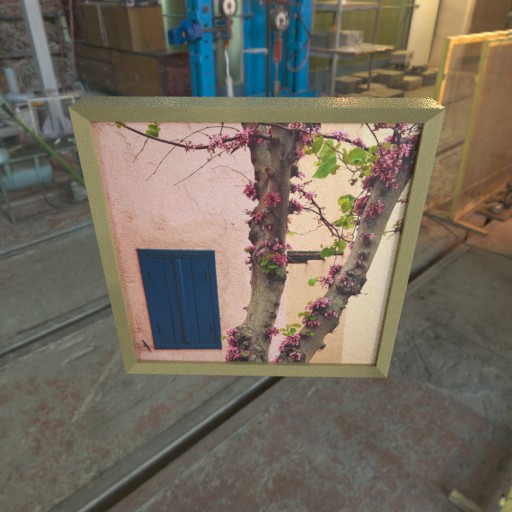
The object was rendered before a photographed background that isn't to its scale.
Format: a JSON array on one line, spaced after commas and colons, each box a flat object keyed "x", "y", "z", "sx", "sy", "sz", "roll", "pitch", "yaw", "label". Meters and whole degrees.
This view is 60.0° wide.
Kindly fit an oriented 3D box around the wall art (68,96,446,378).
[{"x": 0.000, "y": 0.000, "z": 0.454, "sx": 0.304, "sy": 0.305, "sz": 0.038, "roll": 1, "pitch": 32, "yaw": 1, "label": "wall art"}]
